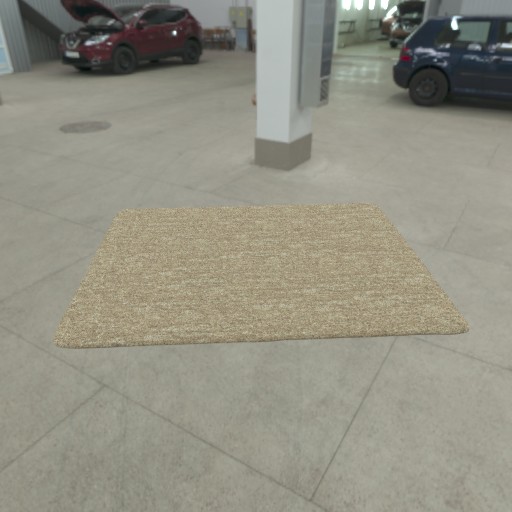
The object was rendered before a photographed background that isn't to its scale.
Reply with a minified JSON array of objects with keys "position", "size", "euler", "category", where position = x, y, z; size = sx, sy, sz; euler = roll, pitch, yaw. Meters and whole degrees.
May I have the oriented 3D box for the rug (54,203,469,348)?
[{"position":[0.000,0.000,3.901],"size":[2.873,0.050,2.242],"euler":[-2,30,-3],"category":"rug"}]
